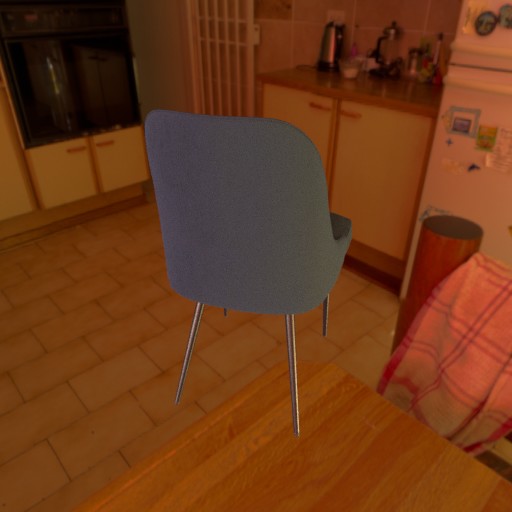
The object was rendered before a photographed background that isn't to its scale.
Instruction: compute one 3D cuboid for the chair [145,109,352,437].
[{"bbox_3d":[0.000,0.000,1.228,0.478,0.896,0.559,9,33,15],"label":"chair"}]
